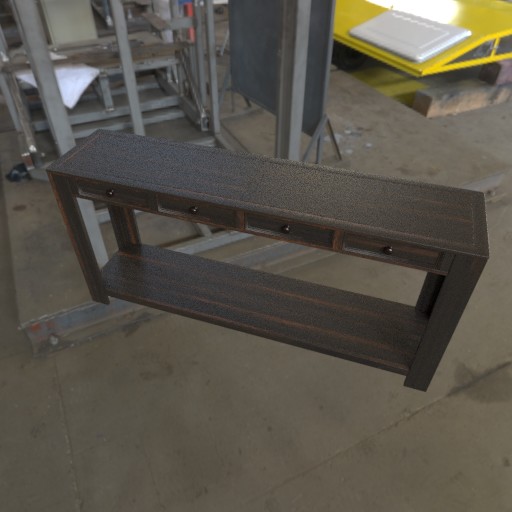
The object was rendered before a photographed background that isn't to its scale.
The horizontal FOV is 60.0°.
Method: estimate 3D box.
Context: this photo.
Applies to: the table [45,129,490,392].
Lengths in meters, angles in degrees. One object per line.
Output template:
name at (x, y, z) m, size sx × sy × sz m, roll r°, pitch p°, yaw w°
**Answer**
table at (0.000, 0.000, 1.929) m, size 1.631 × 0.762 × 0.384 m, roll 13°, pitch 43°, yaw 14°
